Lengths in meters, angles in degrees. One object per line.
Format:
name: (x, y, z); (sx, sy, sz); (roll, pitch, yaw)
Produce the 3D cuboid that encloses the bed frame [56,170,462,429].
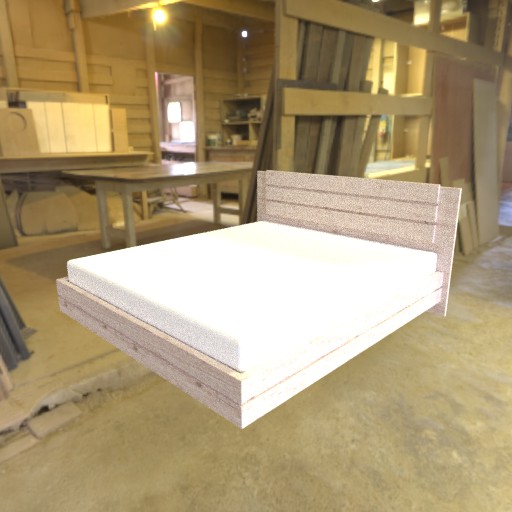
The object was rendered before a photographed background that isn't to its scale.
bed frame: (0.000, 0.000, 3.135); (1.950, 0.970, 2.080); (15, 22, 42)
